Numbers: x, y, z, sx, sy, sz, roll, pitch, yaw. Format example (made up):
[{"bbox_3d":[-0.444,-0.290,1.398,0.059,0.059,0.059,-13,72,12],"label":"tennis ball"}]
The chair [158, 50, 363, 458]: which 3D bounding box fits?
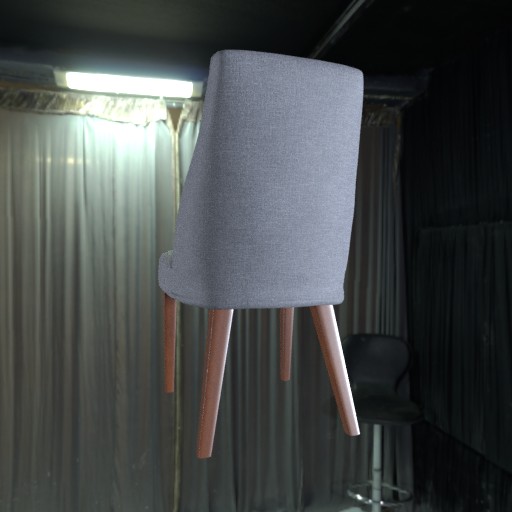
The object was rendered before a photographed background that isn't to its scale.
[{"bbox_3d":[0.000,0.000,1.288,0.500,0.930,0.620,0,1,-18],"label":"chair"}]
